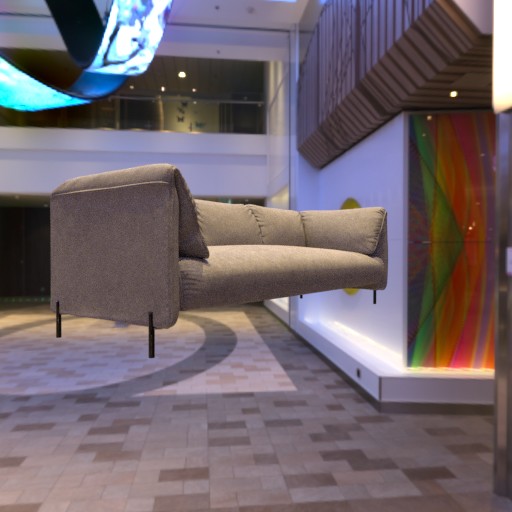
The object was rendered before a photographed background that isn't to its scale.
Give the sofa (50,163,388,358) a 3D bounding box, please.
[{"bbox_3d":[0.000,0.000,2.766,0.899,0.758,2.238,0,1,37],"label":"sofa"}]
